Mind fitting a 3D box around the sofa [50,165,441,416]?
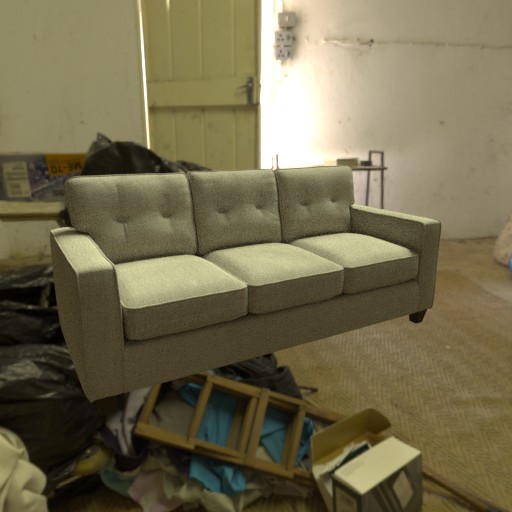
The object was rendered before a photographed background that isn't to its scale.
[{"bbox_3d":[0.000,0.000,2.609,2.133,0.965,0.939,-9,17,-29],"label":"sofa"}]
